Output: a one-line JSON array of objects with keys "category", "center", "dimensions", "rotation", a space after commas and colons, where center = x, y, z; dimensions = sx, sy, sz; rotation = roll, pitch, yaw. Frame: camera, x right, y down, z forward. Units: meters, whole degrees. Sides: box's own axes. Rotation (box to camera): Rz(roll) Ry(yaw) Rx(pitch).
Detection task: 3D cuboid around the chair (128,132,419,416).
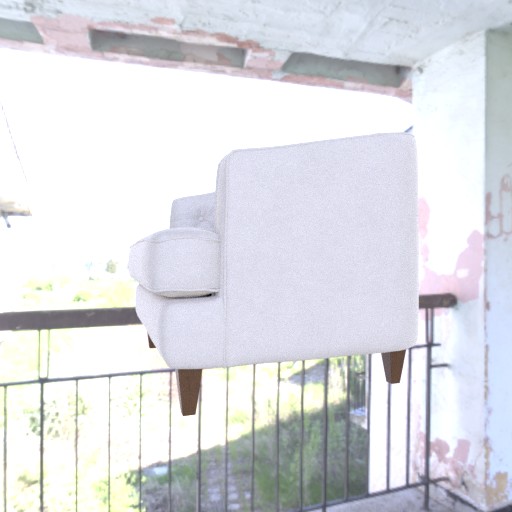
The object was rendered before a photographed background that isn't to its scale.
[{"category": "chair", "center": [0.000, 0.000, 1.753], "dimensions": [0.941, 0.852, 1.104], "rotation": [0, -1, -19]}]
